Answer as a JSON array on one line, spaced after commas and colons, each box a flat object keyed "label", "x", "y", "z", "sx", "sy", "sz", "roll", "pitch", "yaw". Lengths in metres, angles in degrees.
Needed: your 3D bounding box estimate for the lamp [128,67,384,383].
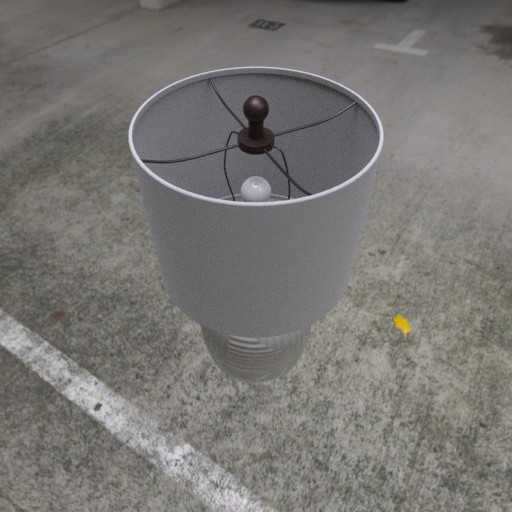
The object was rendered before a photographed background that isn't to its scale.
[{"label": "lamp", "x": 0.000, "y": 0.000, "z": 0.744, "sx": 0.318, "sy": 0.567, "sz": 0.318, "roll": 0, "pitch": 47, "yaw": 0}]
